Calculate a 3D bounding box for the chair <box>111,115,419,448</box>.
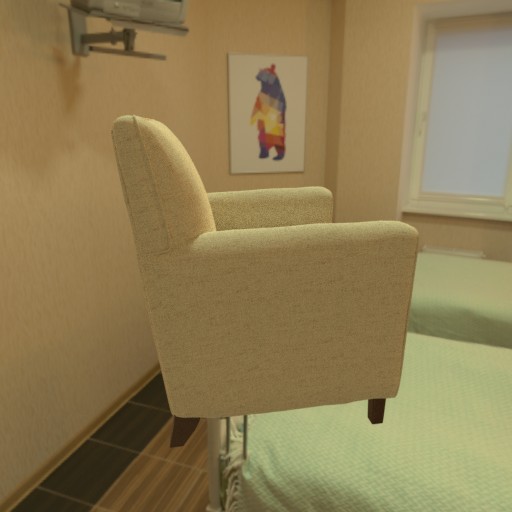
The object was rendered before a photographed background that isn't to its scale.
[{"bbox_3d":[0.000,0.000,1.584,0.823,0.943,0.870,-3,17,-9],"label":"chair"}]
